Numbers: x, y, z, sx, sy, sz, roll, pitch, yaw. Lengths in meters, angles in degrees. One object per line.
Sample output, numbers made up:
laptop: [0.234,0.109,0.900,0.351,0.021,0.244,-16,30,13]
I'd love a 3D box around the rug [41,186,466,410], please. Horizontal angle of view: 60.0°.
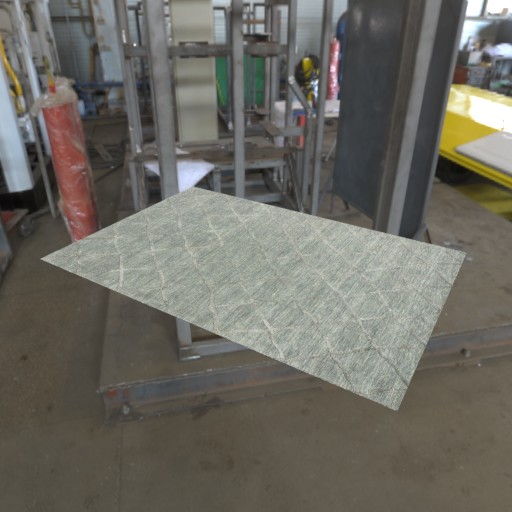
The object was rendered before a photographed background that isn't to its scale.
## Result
rug: [0.000,0.000,2.856,2.283,0.006,1.521,17,34,28]
